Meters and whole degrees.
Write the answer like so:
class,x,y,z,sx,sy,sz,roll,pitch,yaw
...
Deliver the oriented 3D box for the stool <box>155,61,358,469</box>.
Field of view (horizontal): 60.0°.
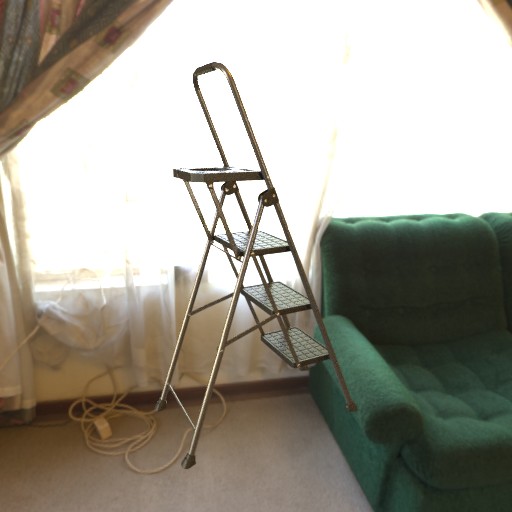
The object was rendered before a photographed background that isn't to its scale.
class,x,y,z,sx,sy,sz,roll,pitch,yaw
stool,0.000,0.000,1.618,0.733,1.277,0.396,-8,17,-26
